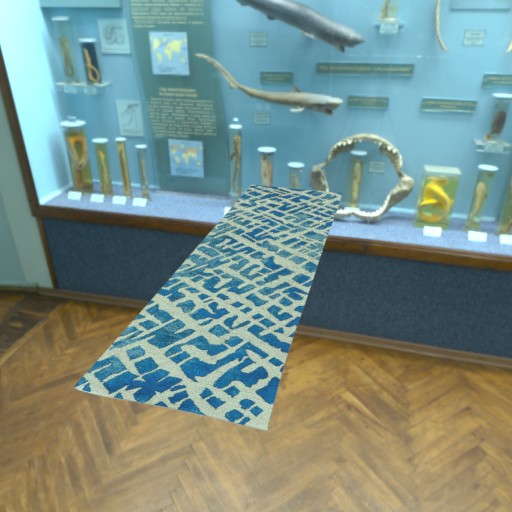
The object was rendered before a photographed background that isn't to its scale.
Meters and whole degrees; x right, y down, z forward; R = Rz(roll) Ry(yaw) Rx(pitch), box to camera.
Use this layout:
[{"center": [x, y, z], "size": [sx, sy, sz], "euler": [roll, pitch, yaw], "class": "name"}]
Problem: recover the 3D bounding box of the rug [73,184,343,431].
[{"center": [0.000, 0.000, 2.639], "size": [0.768, 0.011, 2.446], "euler": [8, 29, 14], "class": "rug"}]
